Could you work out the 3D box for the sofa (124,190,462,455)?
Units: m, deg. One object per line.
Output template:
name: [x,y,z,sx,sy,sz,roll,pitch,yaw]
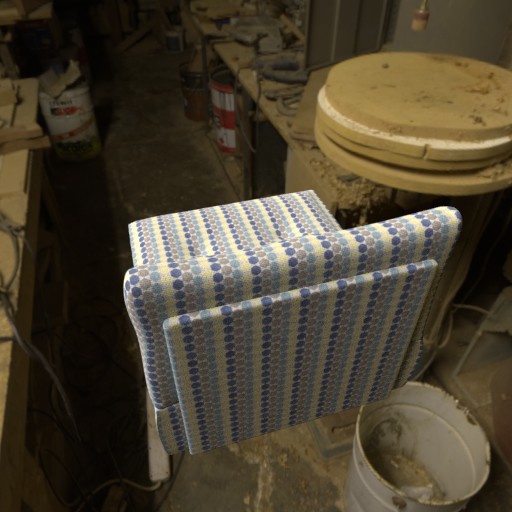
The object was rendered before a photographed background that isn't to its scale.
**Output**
sofa: [0.000,0.000,1.681,0.930,0.830,1.000,-11,43,-13]
